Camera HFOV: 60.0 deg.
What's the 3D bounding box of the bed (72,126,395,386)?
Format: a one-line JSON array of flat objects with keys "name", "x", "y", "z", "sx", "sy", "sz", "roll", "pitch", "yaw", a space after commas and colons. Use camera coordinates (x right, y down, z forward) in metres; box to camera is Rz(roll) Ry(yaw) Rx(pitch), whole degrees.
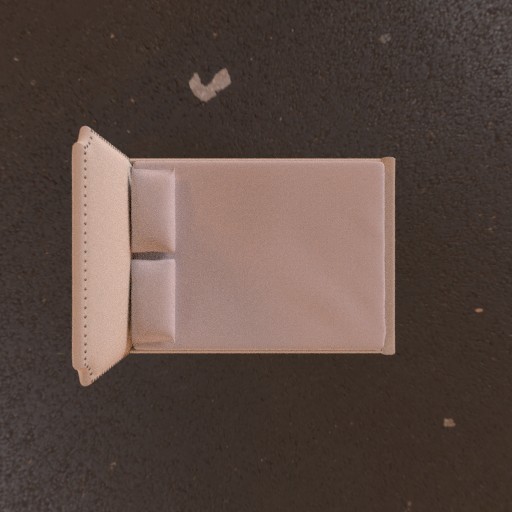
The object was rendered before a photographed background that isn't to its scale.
[{"name": "bed", "x": 0.000, "y": 0.000, "z": 3.502, "sx": 2.372, "sy": 1.443, "sz": 1.712, "roll": 0, "pitch": 90, "yaw": 0}]
